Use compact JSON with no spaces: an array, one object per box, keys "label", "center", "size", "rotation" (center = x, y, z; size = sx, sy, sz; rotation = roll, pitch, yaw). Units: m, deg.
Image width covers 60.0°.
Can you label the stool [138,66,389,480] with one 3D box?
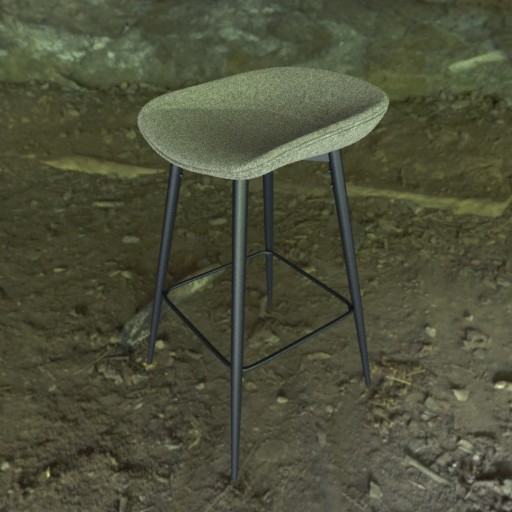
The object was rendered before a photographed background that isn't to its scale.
[{"label":"stool","center":[0.000,0.000,1.089],"size":[0.480,0.814,0.469],"rotation":[-22,38,-31]}]
